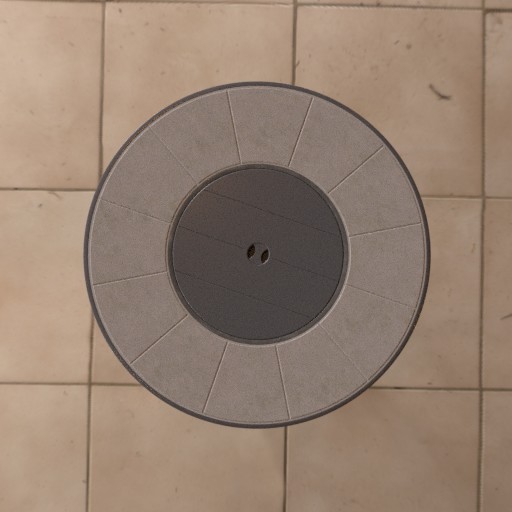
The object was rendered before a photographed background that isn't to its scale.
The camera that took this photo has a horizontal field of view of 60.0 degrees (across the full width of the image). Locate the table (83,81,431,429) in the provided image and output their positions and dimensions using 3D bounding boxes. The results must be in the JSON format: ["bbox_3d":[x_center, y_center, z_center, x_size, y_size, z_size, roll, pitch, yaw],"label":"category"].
[{"bbox_3d":[0.000,0.000,1.490,0.914,0.650,0.914,0,89,-1],"label":"table"}]
